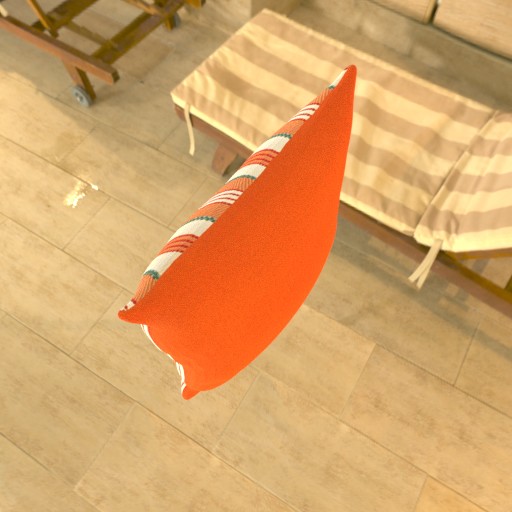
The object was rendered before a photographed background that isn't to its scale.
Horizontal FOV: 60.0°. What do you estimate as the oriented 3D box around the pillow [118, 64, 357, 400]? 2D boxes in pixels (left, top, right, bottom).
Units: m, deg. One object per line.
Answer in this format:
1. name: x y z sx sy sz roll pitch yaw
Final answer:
1. pillow: 0.000 0.000 0.689 0.182 0.441 0.440 34 67 16
